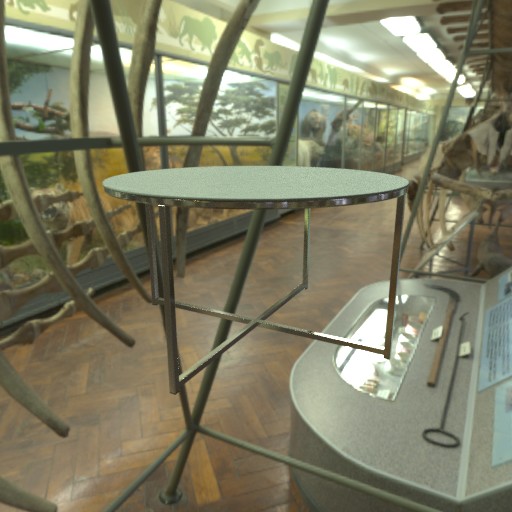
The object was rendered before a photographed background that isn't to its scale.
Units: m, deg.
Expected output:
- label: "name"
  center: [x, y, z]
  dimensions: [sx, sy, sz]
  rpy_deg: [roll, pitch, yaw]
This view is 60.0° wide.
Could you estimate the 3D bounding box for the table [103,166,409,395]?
- label: "table"
  center: [0.000, 0.000, 1.278]
  dimensions: [0.800, 0.450, 0.800]
  rpy_deg: [0, 16, 0]
